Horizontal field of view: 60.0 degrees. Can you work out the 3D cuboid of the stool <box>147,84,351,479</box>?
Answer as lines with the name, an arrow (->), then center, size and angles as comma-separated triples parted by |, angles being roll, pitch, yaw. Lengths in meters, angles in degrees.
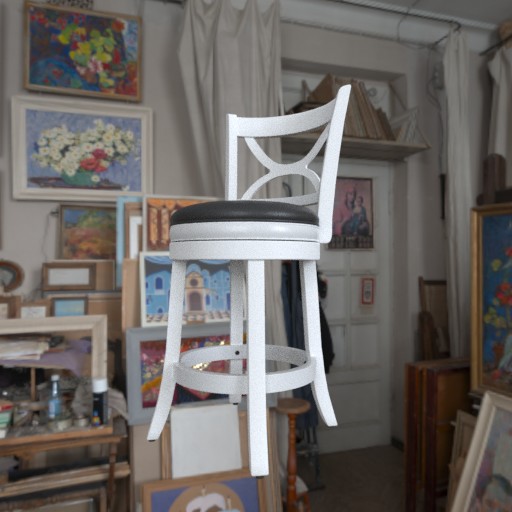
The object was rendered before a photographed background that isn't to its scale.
stool -> 0.000, 0.000, 1.238 | 0.444, 0.953, 0.508 | 0, -1, 35
